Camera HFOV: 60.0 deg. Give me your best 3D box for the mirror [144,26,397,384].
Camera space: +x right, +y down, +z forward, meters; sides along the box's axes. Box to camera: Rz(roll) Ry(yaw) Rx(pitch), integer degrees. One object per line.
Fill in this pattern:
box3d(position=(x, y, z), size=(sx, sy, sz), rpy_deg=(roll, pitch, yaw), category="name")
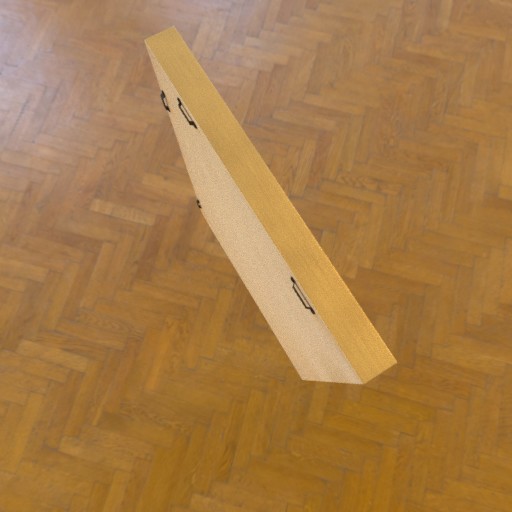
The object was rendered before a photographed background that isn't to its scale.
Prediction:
box3d(position=(0.000, 0.000, 0.667), size=(0.041, 0.509, 0.406), rpy_deg=(-30, 77, -8), category="mirror")
